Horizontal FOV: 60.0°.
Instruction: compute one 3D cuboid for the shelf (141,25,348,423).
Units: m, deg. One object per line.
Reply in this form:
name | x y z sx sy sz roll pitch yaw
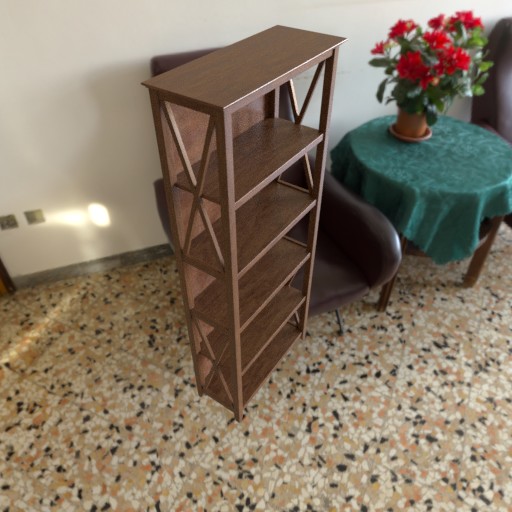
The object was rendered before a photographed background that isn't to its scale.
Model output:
shelf | 0.000 0.000 2.223 0.335 1.905 0.805 25 48 25
